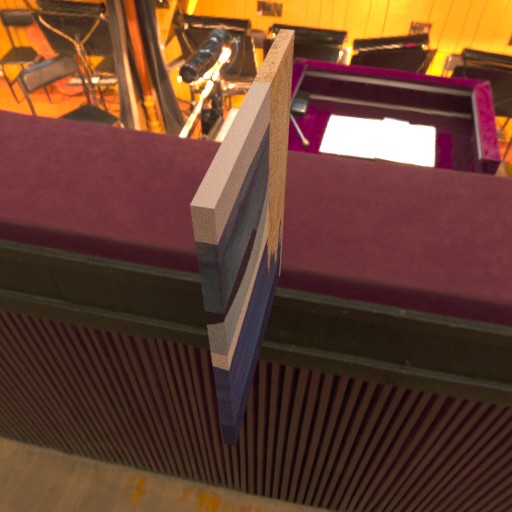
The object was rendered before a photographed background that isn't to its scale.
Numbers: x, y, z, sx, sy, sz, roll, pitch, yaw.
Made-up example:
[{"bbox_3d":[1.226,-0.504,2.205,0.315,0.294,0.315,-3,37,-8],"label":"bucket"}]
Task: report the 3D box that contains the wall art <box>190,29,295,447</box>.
[{"bbox_3d":[0.000,0.000,0.801,0.026,0.613,0.458,9,48,9],"label":"wall art"}]
